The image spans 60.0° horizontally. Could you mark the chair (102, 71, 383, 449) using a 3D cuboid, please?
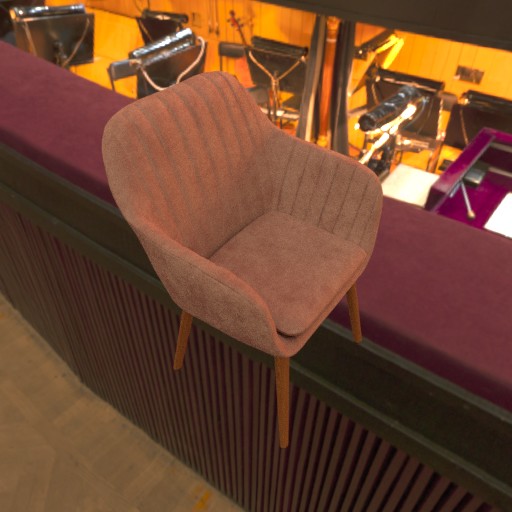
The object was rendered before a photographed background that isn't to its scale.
[{"bbox_3d":[0.000,0.000,1.257,0.570,0.832,0.610,26,48,26],"label":"chair"}]
